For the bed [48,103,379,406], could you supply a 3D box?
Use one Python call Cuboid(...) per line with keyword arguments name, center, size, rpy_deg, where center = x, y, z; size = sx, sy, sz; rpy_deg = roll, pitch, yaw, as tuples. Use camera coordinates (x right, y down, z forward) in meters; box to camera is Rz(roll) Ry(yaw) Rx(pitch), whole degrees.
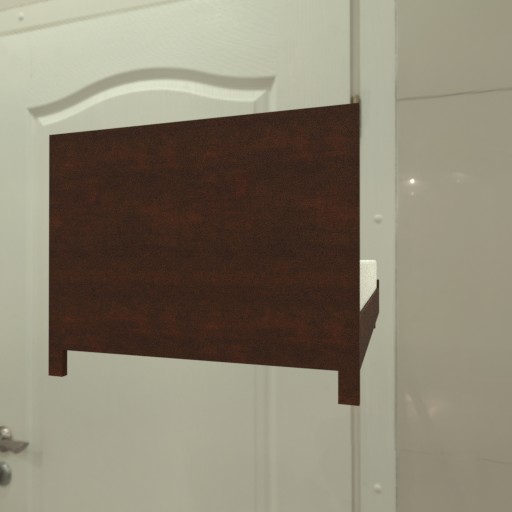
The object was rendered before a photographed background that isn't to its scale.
Cuboid(name="bed", center=(0.000, 0.000, 3.137), size=(1.600, 1.270, 2.184), rpy_deg=(0, 0, 18))
